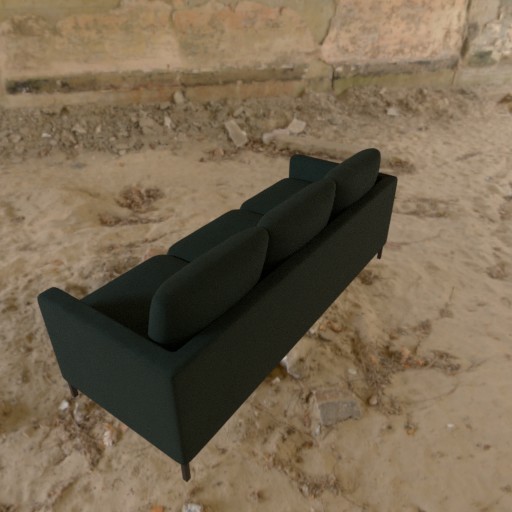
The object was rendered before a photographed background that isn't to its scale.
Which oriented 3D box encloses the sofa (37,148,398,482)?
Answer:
[{"bbox_3d":[0.000,0.000,2.618,0.859,0.870,2.218,21,38,29],"label":"sofa"}]
